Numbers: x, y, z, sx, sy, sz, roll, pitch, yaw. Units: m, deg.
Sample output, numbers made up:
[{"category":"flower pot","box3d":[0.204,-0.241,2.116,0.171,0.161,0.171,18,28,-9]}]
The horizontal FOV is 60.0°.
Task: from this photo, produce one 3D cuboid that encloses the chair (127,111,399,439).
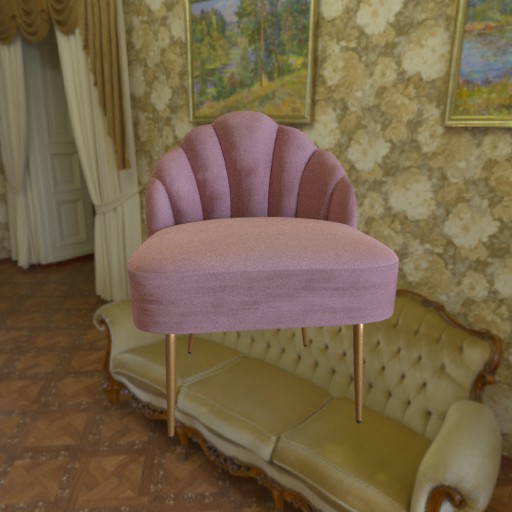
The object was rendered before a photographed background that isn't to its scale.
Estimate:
[{"category":"chair","box3d":[0.000,0.000,1.278,0.657,0.819,0.599,-2,16,-7]}]
